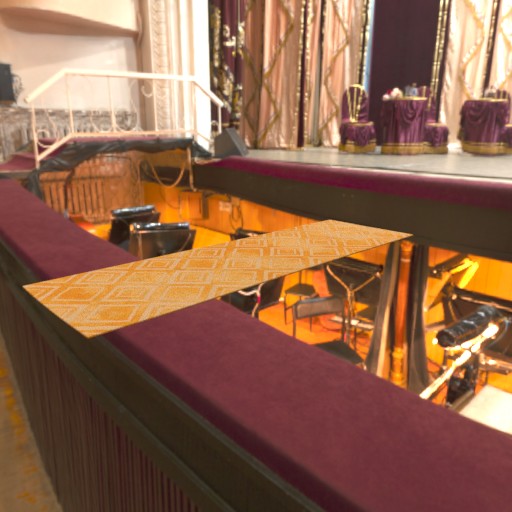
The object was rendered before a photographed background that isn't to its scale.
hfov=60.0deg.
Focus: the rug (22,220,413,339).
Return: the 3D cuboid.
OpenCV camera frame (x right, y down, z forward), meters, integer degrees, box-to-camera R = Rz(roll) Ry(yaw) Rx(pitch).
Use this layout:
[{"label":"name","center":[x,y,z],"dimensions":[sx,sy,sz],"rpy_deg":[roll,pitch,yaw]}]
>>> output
[{"label":"rug","center":[0.000,0.000,2.700],"dimensions":[2.438,0.010,0.775],"rpy_deg":[-14,21,-41]}]
